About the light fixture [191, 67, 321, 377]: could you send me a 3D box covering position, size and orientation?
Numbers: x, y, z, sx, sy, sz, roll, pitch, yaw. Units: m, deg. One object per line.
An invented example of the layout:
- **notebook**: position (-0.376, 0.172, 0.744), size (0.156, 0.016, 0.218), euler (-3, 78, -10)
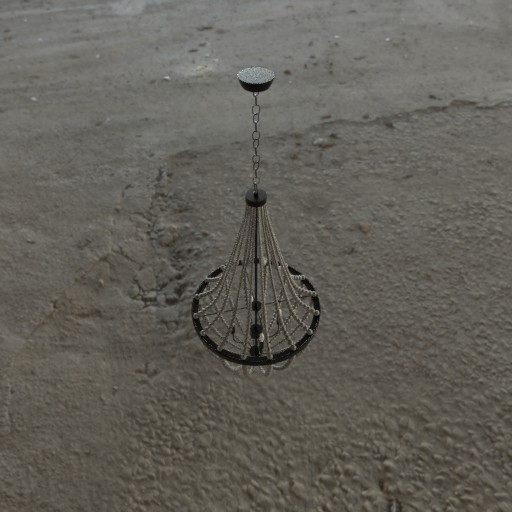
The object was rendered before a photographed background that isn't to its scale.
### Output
- **light fixture**: position (0.000, 0.000, 1.365), size (0.450, 1.133, 0.450), euler (0, 47, 0)
